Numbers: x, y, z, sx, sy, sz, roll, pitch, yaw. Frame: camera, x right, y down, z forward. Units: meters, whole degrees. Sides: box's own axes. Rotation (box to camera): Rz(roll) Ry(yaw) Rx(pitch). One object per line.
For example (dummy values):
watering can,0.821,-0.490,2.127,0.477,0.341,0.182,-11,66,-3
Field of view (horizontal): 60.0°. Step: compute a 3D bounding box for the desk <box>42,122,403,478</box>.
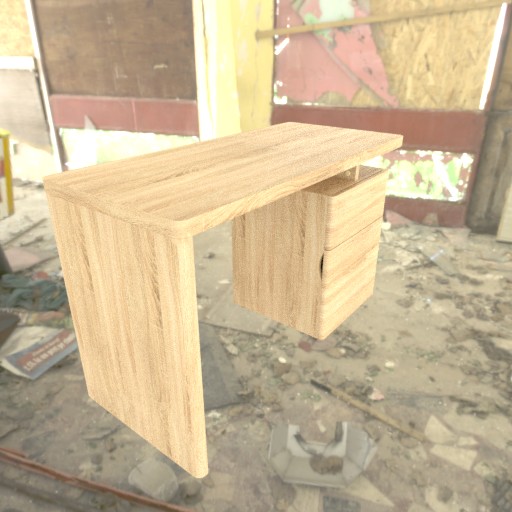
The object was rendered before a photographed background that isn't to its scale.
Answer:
desk,0.000,0.000,1.630,0.550,0.760,1.200,19,31,34
